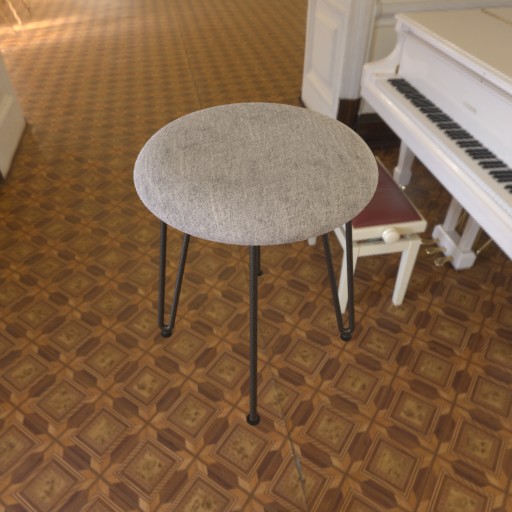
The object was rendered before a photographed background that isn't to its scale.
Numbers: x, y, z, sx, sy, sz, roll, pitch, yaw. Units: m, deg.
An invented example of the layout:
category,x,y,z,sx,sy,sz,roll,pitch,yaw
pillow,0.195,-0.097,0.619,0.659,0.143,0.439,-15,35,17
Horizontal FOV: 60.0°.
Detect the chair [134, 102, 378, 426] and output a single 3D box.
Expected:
category,x,y,z,sx,sy,sz,roll,pitch,yaw
chair,0.000,0.000,0.677,0.350,0.386,0.350,1,42,1
